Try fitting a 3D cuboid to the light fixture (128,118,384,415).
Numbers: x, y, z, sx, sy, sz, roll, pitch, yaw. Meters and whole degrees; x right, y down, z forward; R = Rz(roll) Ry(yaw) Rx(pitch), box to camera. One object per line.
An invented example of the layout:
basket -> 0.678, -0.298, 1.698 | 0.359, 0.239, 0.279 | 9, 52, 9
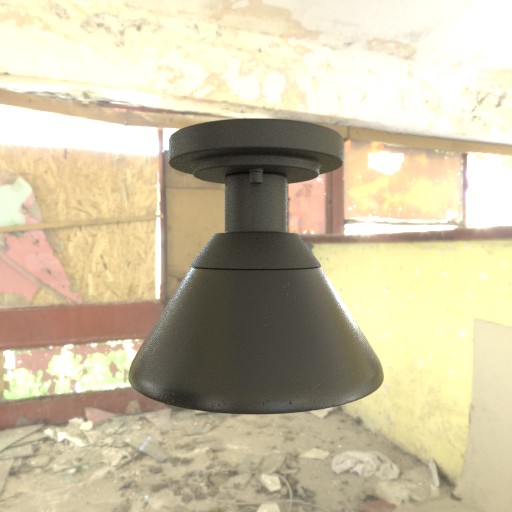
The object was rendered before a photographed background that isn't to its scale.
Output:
light fixture -> 0.000, 0.000, 0.360 | 0.200, 0.183, 0.200 | 0, 1, 0
